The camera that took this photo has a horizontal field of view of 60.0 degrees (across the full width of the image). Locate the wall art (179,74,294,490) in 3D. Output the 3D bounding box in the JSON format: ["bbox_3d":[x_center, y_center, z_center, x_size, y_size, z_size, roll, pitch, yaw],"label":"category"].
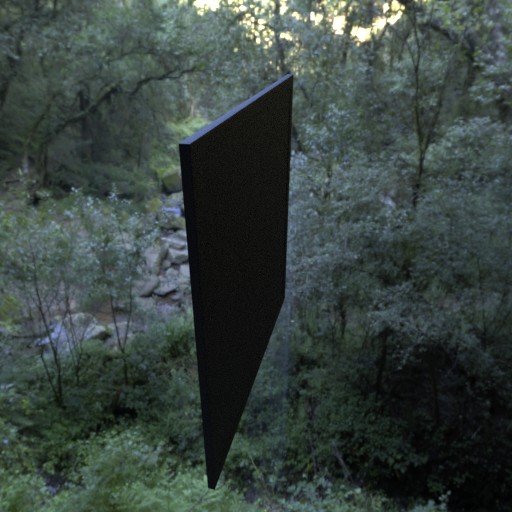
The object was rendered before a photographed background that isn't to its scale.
[{"bbox_3d":[0.000,0.000,0.815,0.012,0.558,0.562,7,30,13],"label":"wall art"}]
